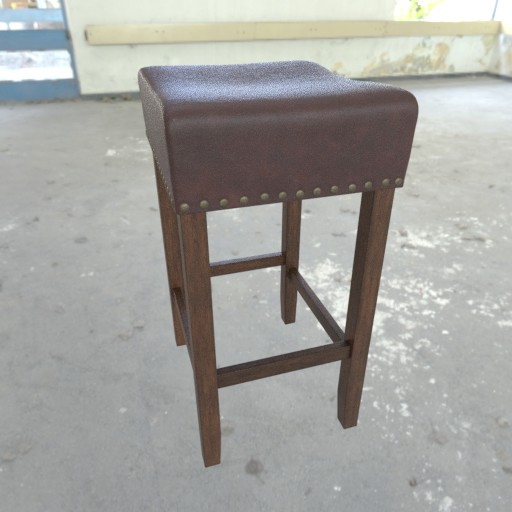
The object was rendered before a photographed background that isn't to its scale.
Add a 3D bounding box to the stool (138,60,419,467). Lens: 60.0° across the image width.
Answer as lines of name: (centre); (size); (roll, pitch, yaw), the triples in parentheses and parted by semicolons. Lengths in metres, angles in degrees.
stool: (0.000, 0.000, 1.007); (0.401, 0.769, 0.465); (-9, 31, -15)
